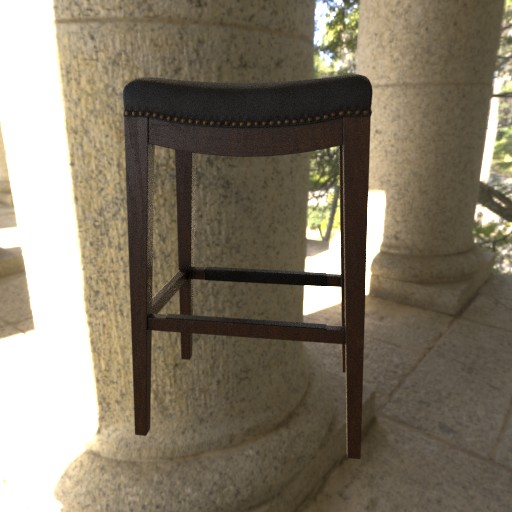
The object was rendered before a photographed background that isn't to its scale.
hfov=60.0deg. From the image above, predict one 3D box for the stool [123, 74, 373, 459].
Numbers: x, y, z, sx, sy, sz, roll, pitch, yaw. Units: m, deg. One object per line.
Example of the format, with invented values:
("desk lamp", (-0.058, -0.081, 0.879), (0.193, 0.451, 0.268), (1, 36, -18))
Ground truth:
("stool", (0.000, 0.000, 1.026), (0.500, 0.765, 0.361), (3, 17, 8))
